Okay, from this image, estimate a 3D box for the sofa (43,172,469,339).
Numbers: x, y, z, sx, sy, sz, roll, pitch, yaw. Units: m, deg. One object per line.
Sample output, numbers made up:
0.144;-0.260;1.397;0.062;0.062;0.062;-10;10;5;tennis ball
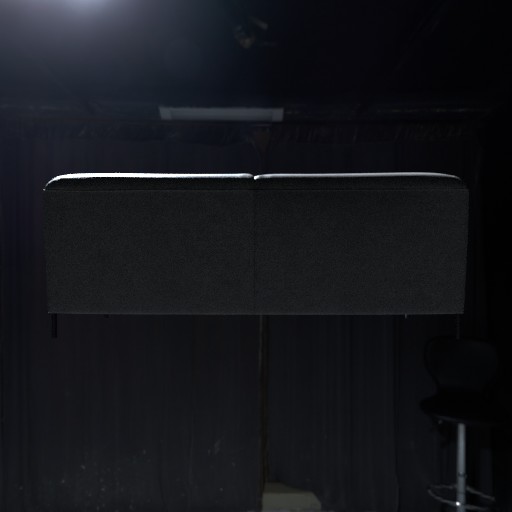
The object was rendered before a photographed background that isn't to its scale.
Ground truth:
0.000;0.000;2.347;1.878;0.747;0.905;0;0;1;sofa
